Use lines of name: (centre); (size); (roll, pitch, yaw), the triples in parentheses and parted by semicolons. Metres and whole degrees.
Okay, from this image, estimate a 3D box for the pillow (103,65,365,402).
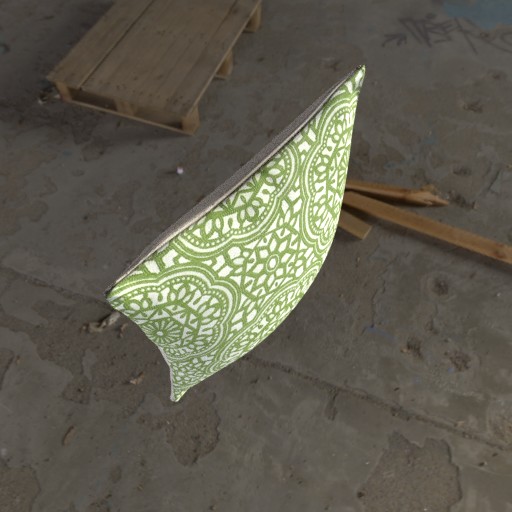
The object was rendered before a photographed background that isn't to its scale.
pillow: (0.000, 0.000, 0.668); (0.162, 0.419, 0.440); (36, 65, 19)
